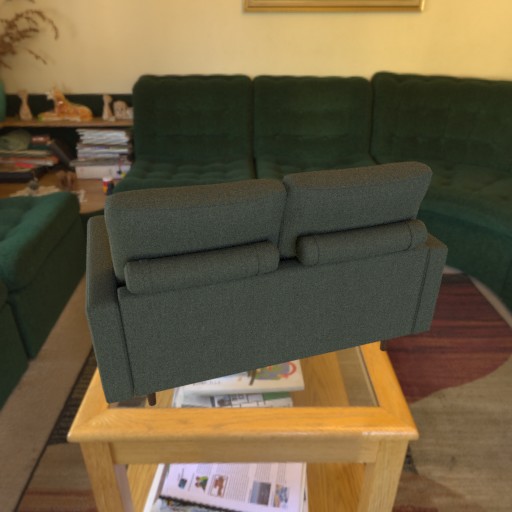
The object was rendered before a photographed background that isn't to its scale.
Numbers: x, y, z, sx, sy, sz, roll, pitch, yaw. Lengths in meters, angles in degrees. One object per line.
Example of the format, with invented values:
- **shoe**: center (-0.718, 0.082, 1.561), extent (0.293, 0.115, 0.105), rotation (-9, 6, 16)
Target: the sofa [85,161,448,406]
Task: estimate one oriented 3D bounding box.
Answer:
- **sofa**: center (0.000, 0.000, 1.986), extent (1.407, 0.907, 0.842), rotation (-9, 30, -16)
